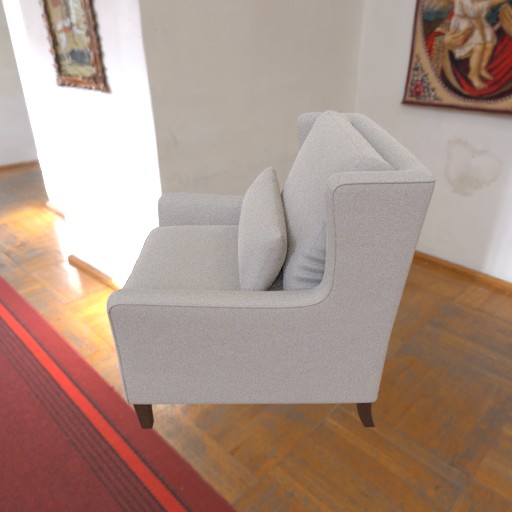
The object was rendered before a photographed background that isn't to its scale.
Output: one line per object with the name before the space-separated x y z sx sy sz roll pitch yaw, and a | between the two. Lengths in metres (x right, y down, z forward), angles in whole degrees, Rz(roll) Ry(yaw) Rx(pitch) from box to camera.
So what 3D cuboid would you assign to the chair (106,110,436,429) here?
chair | 0.000 0.000 1.869 1.040 1.056 0.982 0 28 0
